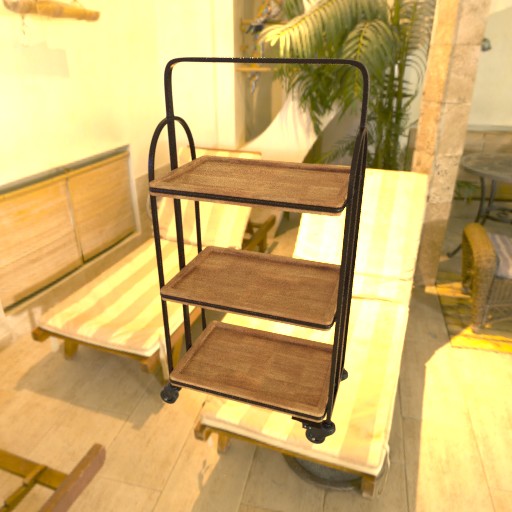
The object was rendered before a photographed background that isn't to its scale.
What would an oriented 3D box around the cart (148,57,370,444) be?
[{"bbox_3d":[0.000,0.000,1.225,0.553,1.001,0.327,9,27,17],"label":"cart"}]
